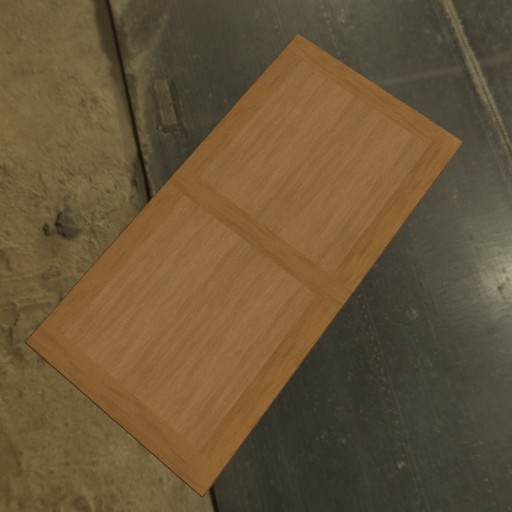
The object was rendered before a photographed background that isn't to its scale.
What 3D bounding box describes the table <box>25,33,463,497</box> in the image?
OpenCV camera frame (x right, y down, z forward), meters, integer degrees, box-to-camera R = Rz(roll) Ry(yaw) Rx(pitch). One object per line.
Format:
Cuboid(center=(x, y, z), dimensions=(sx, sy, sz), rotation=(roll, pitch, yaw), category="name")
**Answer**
Cuboid(center=(0.000, 0.000, 2.396), dimensions=(1.000, 0.762, 1.982), rotation=(37, 79, 8), category="table")
